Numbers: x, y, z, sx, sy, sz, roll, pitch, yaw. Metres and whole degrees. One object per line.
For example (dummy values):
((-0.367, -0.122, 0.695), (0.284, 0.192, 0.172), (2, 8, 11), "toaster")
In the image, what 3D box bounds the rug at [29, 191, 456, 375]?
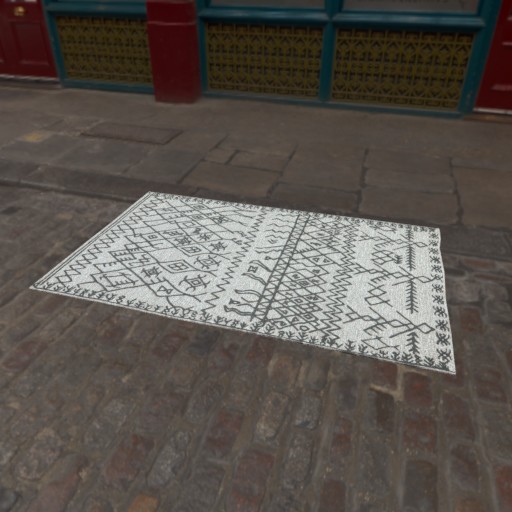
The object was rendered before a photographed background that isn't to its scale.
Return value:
((0.000, 0.000, 4.742), (3.824, 0.019, 2.393), (9, 33, 14), "rug")
